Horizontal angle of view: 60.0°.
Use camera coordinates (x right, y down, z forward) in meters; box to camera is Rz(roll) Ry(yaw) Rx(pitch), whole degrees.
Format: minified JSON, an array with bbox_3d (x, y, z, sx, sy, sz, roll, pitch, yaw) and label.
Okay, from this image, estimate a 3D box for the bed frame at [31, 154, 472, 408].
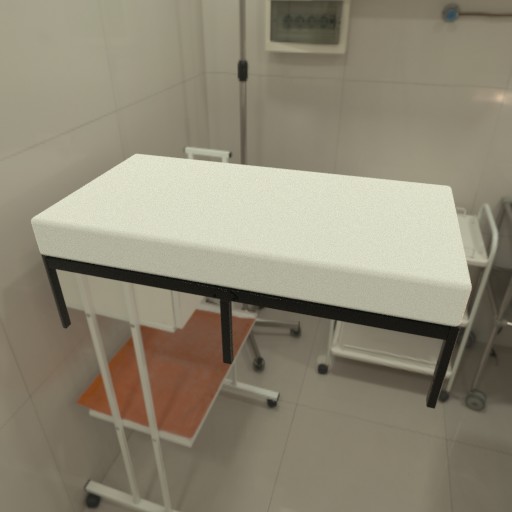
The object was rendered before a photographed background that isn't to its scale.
[{"bbox_3d":[0.000,0.000,2.429,1.950,0.659,1.023,9,33,14],"label":"bed frame"}]
